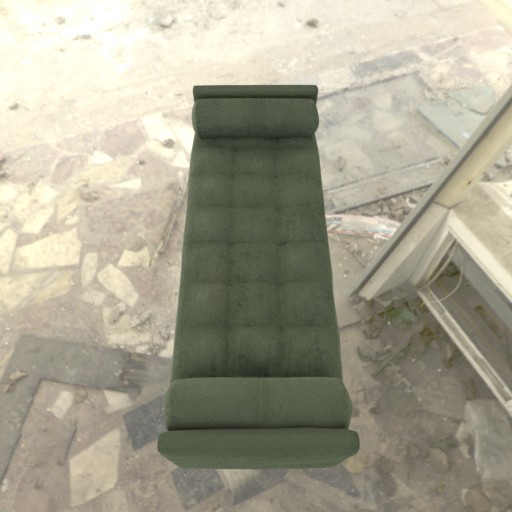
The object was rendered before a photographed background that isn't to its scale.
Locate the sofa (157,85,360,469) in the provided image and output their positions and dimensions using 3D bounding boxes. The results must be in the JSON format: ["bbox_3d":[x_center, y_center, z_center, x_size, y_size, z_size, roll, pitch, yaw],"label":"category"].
[{"bbox_3d":[0.000,0.000,2.476,0.817,0.681,2.130,0,59,0],"label":"sofa"}]
